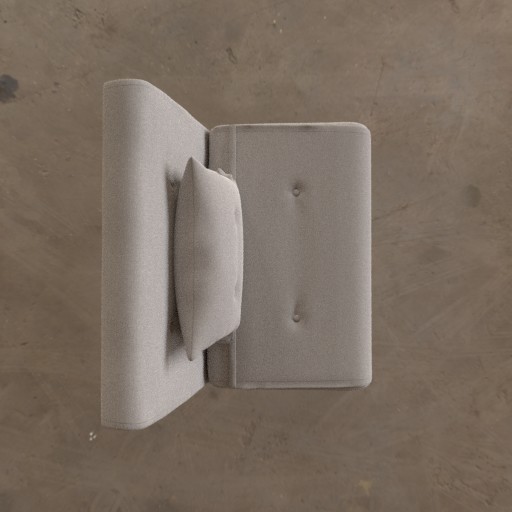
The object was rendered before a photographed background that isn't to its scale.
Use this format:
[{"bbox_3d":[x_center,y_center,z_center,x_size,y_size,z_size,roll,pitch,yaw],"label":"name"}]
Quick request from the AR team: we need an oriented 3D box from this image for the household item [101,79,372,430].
[{"bbox_3d":[0.000,0.000,1.607,0.874,0.800,1.000,0,89,0],"label":"household item"}]
